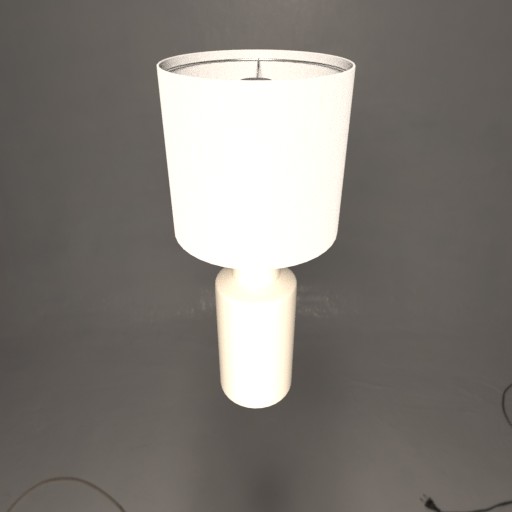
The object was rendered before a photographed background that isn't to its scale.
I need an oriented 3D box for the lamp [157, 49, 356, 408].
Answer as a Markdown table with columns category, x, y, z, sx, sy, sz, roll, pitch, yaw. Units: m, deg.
| category | x | y | z | sx | sy | sz | roll | pitch | yaw |
| --- | --- | --- | --- | --- | --- | --- | --- | --- | --- |
| lamp | 0.000 | 0.000 | 0.609 | 0.212 | 0.493 | 0.212 | 1 | 32 | 2 |
